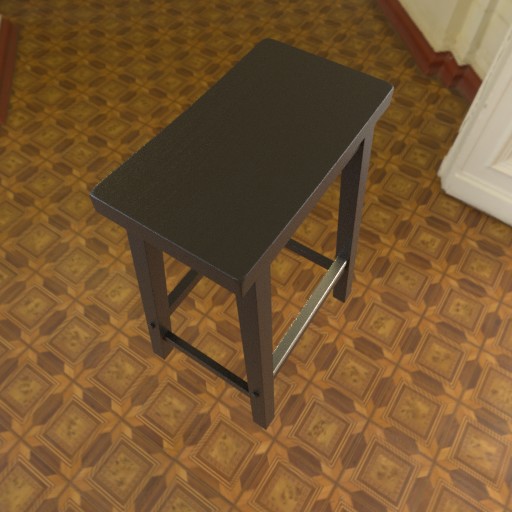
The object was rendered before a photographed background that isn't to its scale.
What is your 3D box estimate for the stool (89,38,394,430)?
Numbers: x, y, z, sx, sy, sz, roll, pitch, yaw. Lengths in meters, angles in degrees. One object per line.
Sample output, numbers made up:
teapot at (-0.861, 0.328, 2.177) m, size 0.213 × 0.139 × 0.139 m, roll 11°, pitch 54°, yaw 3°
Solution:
stool at (0.000, 0.000, 0.855) m, size 0.322 × 0.610 × 0.406 m, roll 29°, pitch 62°, yaw 17°
